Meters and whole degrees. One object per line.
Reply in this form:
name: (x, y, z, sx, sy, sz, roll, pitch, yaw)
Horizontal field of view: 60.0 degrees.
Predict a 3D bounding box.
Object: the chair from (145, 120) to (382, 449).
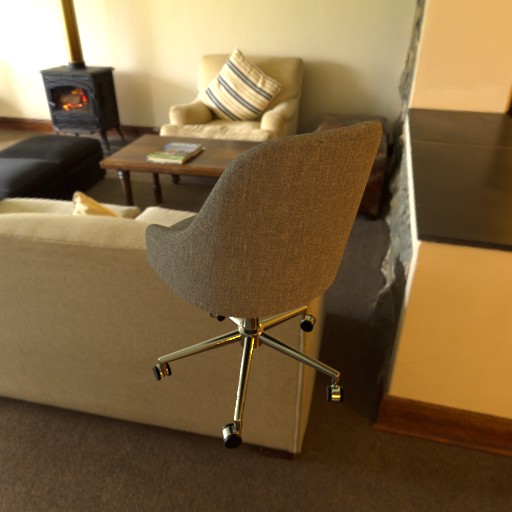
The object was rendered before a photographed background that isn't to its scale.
chair: (0.000, 0.000, 1.412, 0.671, 0.950, 0.712, -19, 35, -29)
